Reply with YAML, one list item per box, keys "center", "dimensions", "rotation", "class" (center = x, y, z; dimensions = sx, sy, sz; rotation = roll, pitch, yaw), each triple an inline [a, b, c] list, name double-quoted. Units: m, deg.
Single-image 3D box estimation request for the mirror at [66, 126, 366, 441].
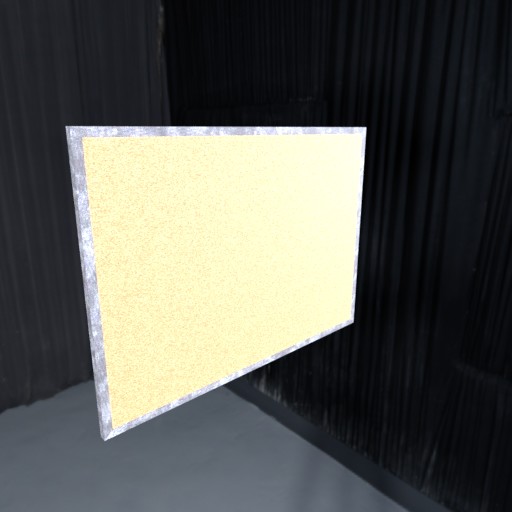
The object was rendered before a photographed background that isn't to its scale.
- center: [0.000, 0.000, 1.422]
  dimensions: [1.101, 0.795, 0.022]
  rotation: [-14, 21, -40]
  class: "mirror"
